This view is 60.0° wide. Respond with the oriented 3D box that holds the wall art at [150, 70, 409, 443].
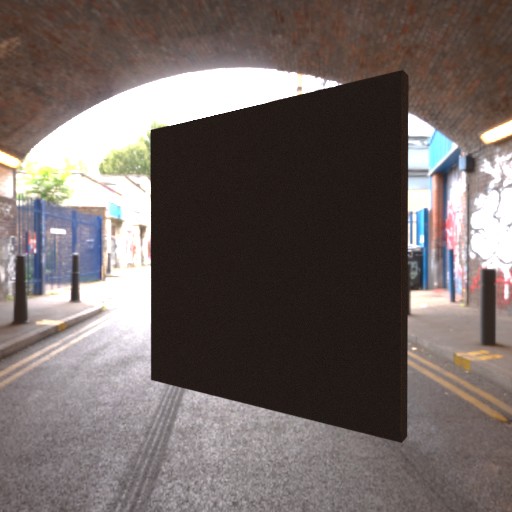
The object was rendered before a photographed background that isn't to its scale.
[{"bbox_3d":[0.000,0.000,1.141,0.762,0.762,0.038,0,1,36],"label":"wall art"}]
